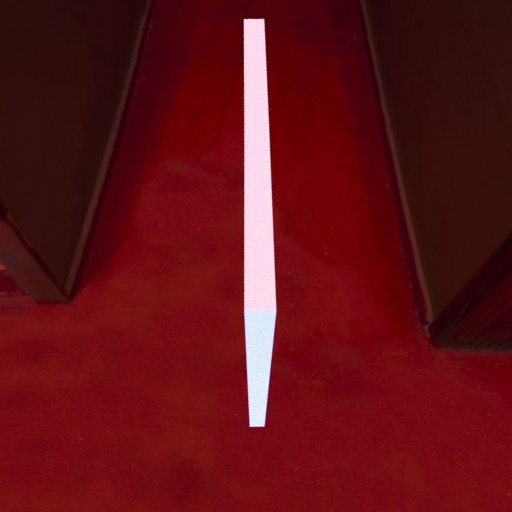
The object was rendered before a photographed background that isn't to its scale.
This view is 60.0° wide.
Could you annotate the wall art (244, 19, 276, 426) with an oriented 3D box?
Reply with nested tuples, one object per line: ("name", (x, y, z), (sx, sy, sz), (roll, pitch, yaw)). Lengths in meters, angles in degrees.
("wall art", (0.000, 0.000, 0.741), (0.030, 0.549, 0.443), (-1, 59, 0))
